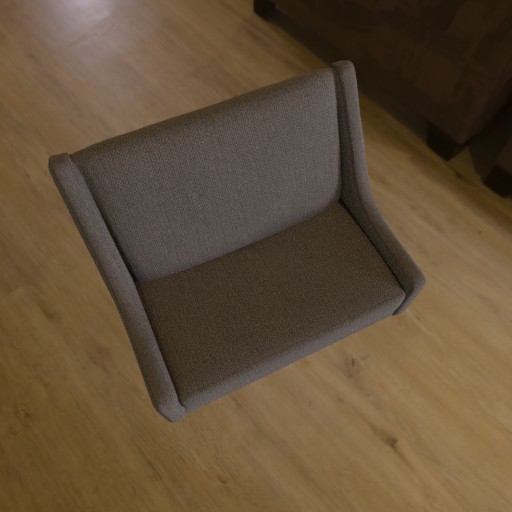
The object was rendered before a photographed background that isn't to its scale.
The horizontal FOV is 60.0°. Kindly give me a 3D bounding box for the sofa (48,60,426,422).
[{"bbox_3d":[0.000,0.000,1.913,1.242,1.022,0.873,-23,64,-12],"label":"sofa"}]
